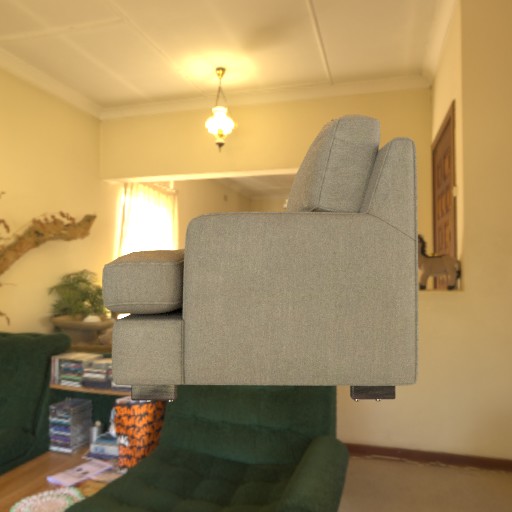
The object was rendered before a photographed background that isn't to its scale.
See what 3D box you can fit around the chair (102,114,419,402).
[{"bbox_3d":[0.000,0.000,2.004,1.043,0.974,1.270,0,-2,-1],"label":"chair"}]
